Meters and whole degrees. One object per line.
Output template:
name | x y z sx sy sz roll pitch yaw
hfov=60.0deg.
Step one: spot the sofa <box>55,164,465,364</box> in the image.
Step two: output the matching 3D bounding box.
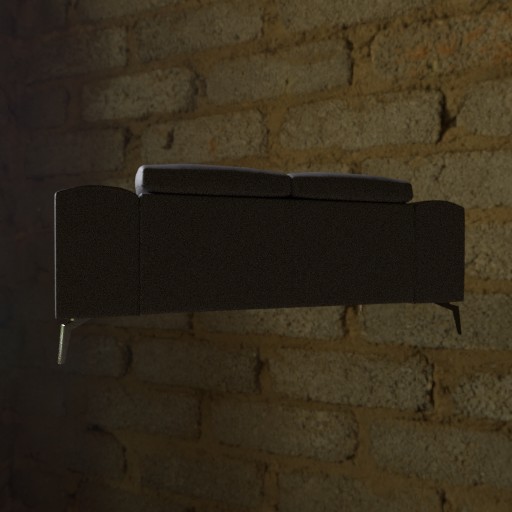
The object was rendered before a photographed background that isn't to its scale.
sofa | 0.000 0.000 2.367 1.895 0.779 1.003 0 1 -18
